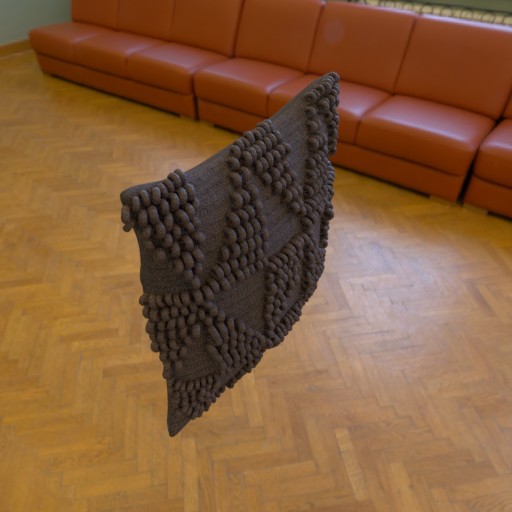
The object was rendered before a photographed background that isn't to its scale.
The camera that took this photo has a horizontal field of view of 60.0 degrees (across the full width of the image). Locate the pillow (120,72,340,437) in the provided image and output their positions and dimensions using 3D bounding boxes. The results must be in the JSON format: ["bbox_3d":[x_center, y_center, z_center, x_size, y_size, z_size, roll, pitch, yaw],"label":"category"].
[{"bbox_3d":[0.000,0.000,0.719,0.172,0.467,0.470,24,46,25],"label":"pillow"}]
